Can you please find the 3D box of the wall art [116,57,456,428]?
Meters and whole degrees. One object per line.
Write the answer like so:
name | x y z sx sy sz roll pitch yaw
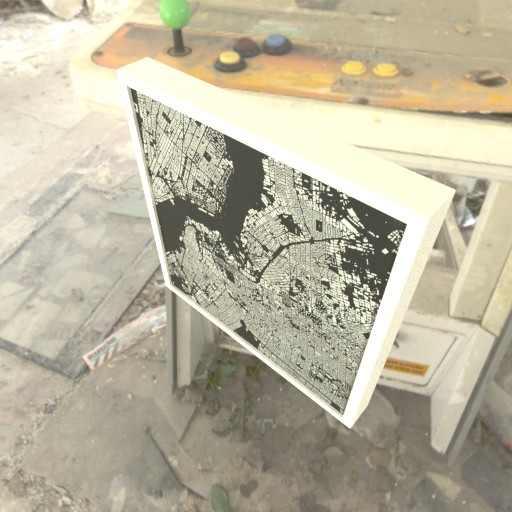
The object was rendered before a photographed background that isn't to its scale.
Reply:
wall art | 0.000 0.000 0.450 0.305 0.305 0.037 33 55 27
